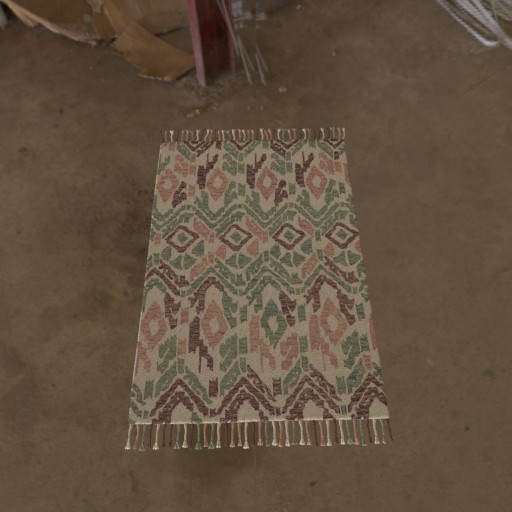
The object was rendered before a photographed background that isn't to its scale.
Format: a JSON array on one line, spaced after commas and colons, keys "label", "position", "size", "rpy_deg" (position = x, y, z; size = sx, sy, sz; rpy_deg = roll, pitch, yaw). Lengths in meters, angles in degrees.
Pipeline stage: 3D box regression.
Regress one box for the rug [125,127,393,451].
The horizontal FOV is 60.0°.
[{"label": "rug", "position": [0.000, 0.000, 3.041], "size": [1.524, 0.011, 2.438], "rpy_deg": [-1, 60, -1]}]
